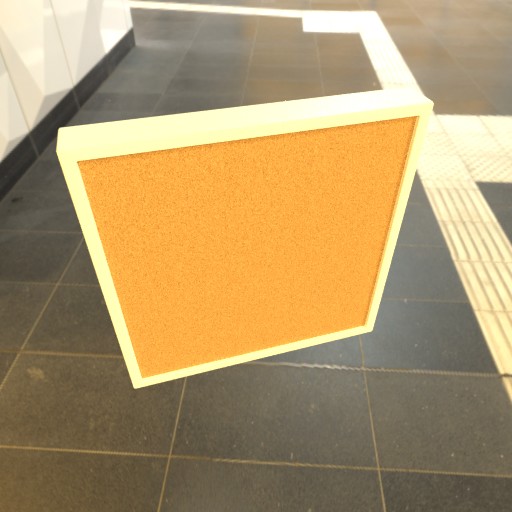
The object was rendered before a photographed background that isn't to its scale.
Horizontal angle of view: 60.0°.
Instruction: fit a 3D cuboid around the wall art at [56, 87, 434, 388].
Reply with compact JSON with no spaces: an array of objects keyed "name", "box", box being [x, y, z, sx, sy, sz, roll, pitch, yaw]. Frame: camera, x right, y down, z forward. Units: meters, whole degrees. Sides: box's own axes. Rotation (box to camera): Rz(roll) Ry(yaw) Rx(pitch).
[{"name":"wall art","box":[0.000,0.000,0.458,0.305,0.305,0.038,-11,43,-12]}]
